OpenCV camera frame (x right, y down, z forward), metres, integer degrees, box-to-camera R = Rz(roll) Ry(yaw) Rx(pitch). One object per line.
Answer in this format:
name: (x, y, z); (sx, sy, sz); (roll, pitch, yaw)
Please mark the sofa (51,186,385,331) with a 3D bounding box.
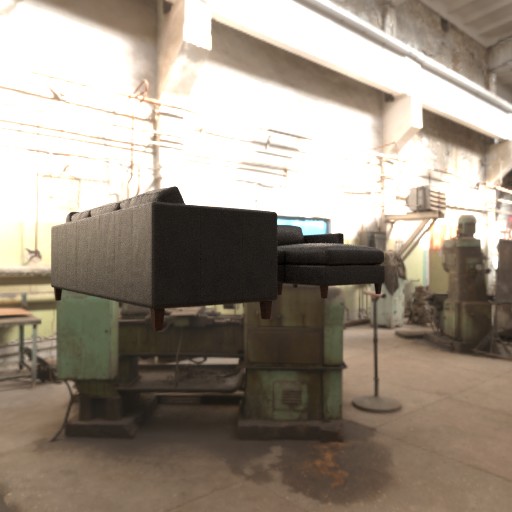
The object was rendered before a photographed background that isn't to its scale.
sofa: (0.000, 0.000, 4.482); (3.324, 0.891, 2.452); (0, 0, -37)
